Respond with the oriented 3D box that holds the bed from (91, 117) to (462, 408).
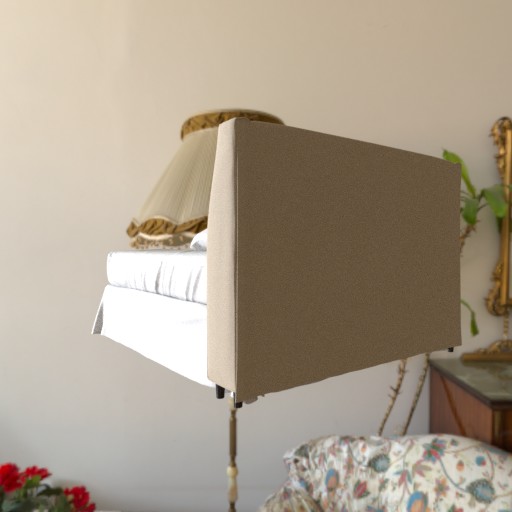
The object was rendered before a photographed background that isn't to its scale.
[{"bbox_3d":[0.000,0.000,3.422,1.925,1.332,2.276,-1,2,-36],"label":"bed"}]
